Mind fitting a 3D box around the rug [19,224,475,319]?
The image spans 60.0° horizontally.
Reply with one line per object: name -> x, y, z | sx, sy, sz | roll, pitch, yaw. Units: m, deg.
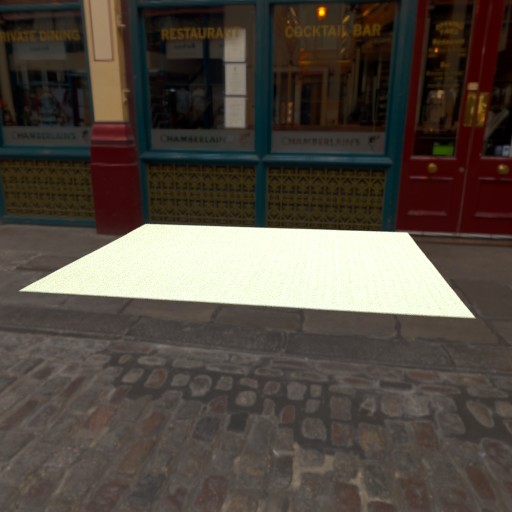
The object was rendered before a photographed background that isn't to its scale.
rug -> 0.000, 0.000, 4.215 | 3.204, 0.016, 2.452 | 2, 16, 8
